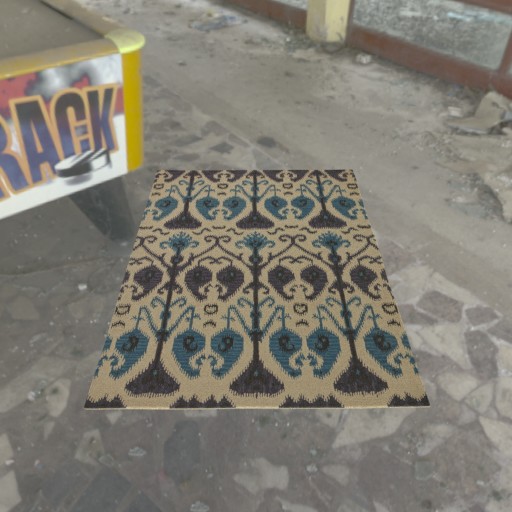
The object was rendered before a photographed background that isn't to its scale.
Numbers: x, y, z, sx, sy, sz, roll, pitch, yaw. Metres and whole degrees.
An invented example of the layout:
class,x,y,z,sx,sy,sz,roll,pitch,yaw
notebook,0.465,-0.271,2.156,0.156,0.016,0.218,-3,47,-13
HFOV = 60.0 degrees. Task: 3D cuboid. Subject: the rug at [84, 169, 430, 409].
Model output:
class,x,y,z,sx,sy,sz,roll,pitch,yaw
rug,0.000,0.000,4.313,2.443,0.024,3.228,0,42,0
